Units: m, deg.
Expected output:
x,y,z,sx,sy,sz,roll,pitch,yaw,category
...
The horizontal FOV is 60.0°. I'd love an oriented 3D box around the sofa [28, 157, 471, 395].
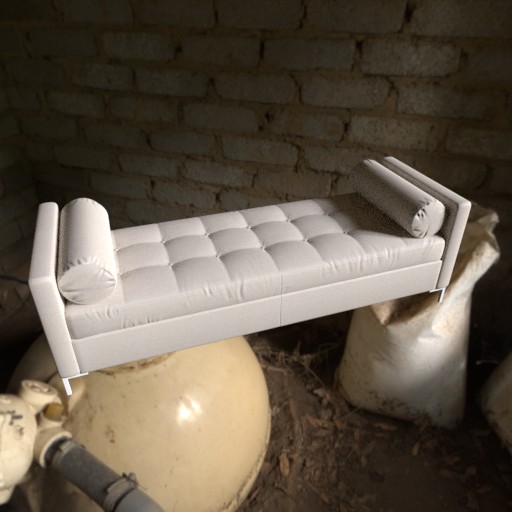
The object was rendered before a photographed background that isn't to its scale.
x,y,z,sx,sy,sz,roll,pitch,yaw,category
0.000,0.000,2.291,1.981,0.635,0.686,-11,34,-16,sofa
